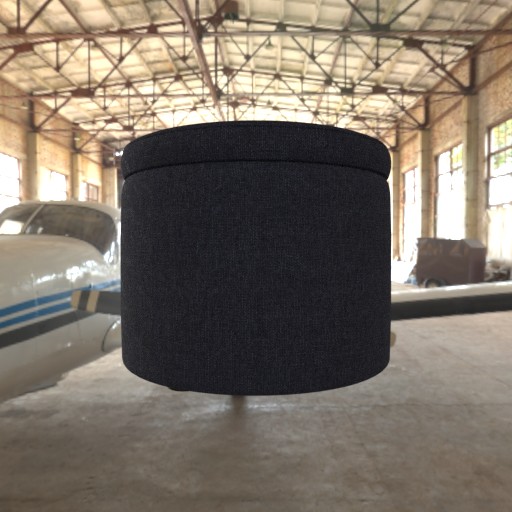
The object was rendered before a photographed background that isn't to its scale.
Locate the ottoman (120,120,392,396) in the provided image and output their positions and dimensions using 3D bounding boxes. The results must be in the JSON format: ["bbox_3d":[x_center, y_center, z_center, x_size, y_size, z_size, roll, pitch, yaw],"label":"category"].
[{"bbox_3d":[0.000,0.000,0.889,0.520,0.430,0.520,0,1,0],"label":"ottoman"}]
